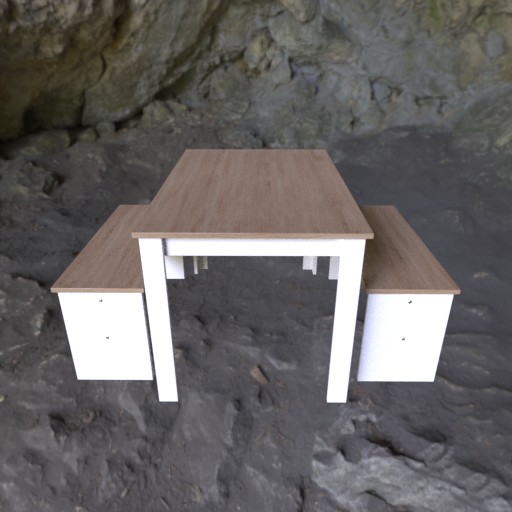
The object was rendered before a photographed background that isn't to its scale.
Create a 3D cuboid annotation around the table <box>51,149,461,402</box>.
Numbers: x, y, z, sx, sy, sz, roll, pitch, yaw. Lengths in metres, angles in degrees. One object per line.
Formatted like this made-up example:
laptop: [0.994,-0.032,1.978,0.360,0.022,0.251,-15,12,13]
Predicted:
table: [0.000,0.000,1.981,1.443,0.700,1.100,0,26,0]
